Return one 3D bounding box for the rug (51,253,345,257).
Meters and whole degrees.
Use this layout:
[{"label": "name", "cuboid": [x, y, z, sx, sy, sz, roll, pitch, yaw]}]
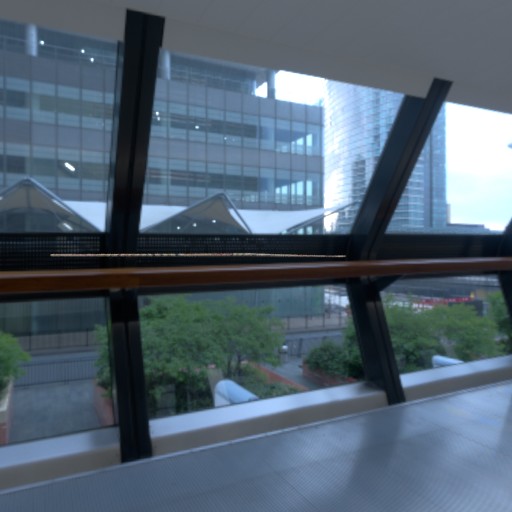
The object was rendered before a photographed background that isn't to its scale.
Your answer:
[{"label": "rug", "cuboid": [0.000, 0.000, 2.640, 0.771, 0.009, 2.443, 0, 0, 18]}]
